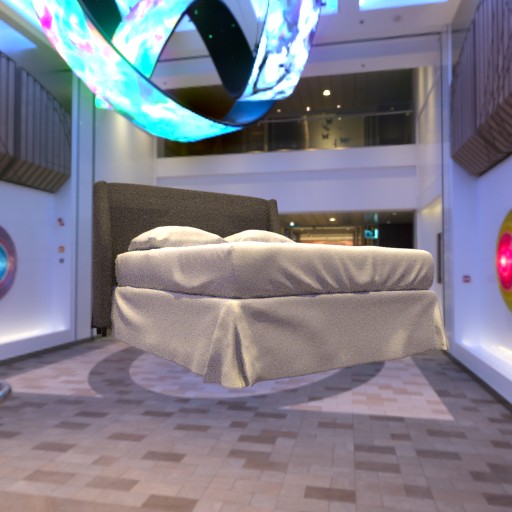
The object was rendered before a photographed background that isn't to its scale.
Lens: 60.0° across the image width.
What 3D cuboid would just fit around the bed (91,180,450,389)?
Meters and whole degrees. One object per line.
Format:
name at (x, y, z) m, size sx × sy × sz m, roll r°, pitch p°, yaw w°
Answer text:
bed at (0.000, 0.000, 3.441) m, size 1.925 × 1.332 × 2.276 m, roll 1°, pitch -2°, yaw -34°
